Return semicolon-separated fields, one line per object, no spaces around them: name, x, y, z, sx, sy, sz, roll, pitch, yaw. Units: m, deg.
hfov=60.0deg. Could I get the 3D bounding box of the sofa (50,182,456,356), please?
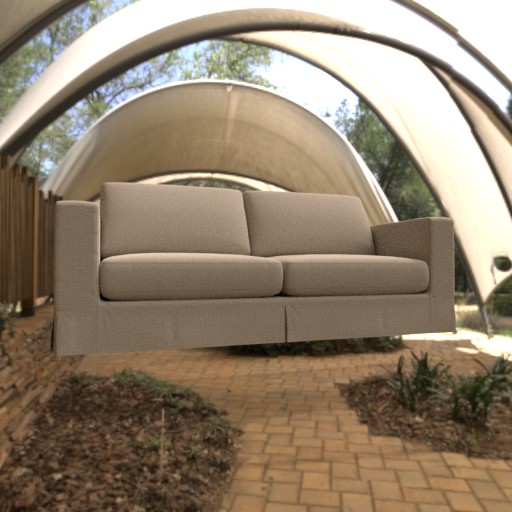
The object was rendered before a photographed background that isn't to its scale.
sofa;0.000;0.000;2.665;2.163;0.881;0.954;0;-1;-19
